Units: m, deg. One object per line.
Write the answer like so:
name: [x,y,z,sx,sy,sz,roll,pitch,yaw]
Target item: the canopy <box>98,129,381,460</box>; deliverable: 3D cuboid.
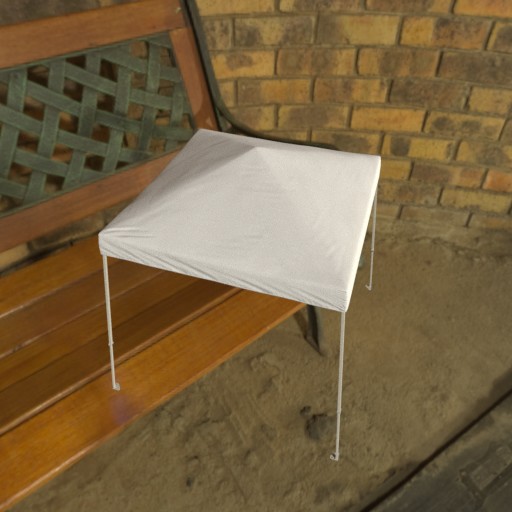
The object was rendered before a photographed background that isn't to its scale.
canopy: [0.000,0.000,6.698,3.600,3.600,3.599,12,43,14]
